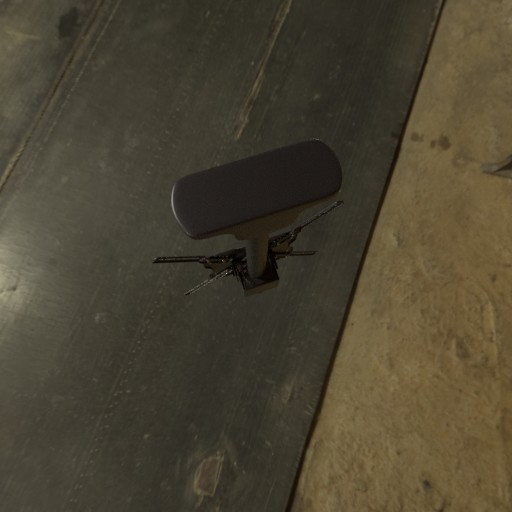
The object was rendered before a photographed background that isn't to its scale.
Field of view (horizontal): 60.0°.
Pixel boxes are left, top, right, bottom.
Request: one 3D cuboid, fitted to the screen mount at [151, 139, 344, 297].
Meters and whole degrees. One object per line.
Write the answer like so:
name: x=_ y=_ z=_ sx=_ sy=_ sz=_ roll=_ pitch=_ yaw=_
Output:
screen mount: x=0.000 y=0.000 z=0.890 sx=0.393 sy=0.729 sz=0.090 roll=-18 pitch=77 yaw=-4
